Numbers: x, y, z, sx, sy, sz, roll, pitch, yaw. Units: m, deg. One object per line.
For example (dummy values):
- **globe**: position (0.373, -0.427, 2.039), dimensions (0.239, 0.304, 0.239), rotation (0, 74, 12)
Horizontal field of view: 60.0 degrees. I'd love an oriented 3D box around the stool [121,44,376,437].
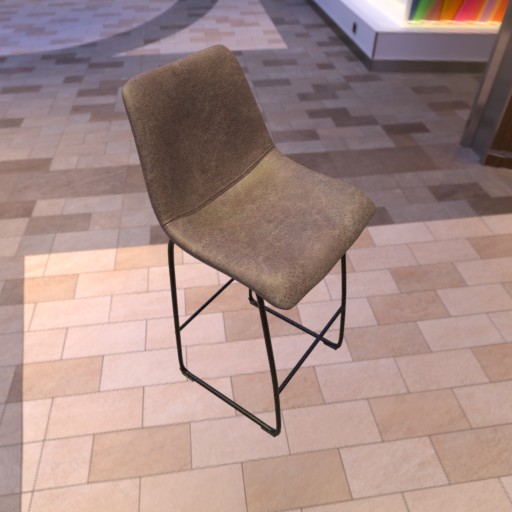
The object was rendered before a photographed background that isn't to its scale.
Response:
- **stool**: position (0.000, 0.000, 1.388), dimensions (0.561, 1.082, 0.514), rotation (26, 48, 25)
